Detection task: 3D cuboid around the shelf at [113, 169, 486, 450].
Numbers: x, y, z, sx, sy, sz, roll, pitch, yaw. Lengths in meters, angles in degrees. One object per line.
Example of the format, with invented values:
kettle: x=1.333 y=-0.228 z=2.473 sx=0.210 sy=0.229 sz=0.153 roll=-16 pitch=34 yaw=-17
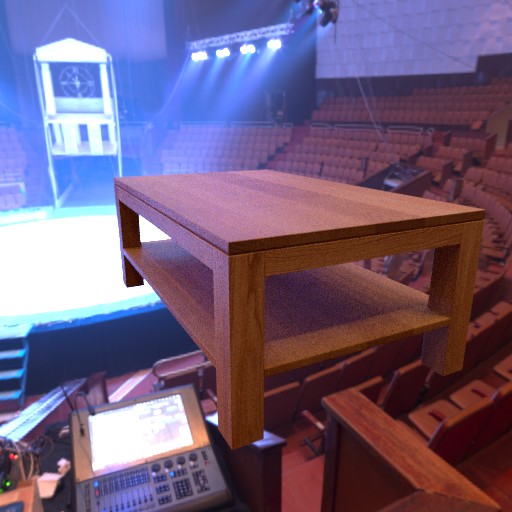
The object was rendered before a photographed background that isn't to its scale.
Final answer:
shelf: x=0.000 y=0.000 z=1.506 sx=0.700 sy=0.450 sz=1.150 roll=-8 pitch=18 yaw=-26
